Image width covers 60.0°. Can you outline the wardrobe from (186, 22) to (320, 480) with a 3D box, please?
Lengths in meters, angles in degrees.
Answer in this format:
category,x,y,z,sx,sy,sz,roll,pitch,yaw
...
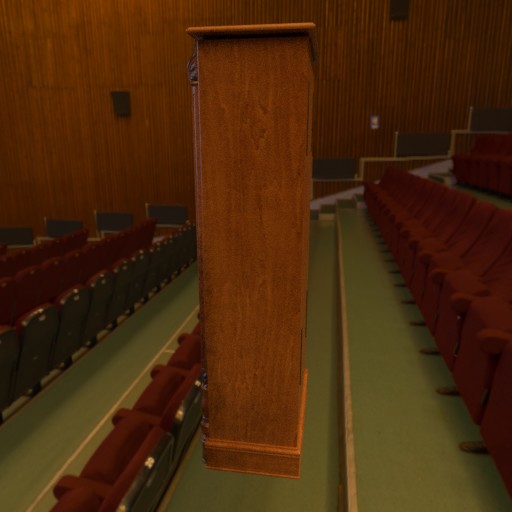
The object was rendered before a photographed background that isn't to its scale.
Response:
category,x,y,z,sx,sy,sz,roll,pitch,yaw
wardrobe,0.000,0.000,1.105,0.273,0.959,0.406,2,15,9
